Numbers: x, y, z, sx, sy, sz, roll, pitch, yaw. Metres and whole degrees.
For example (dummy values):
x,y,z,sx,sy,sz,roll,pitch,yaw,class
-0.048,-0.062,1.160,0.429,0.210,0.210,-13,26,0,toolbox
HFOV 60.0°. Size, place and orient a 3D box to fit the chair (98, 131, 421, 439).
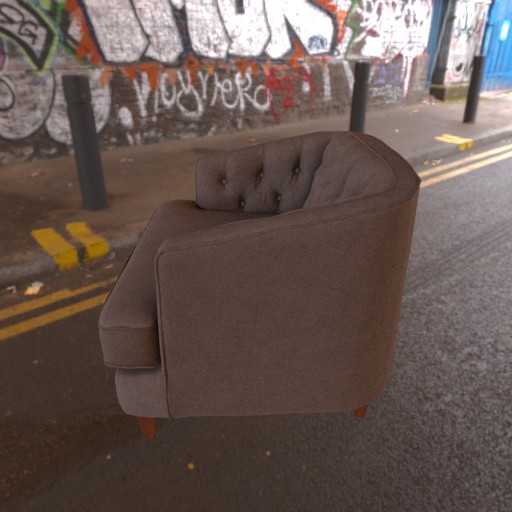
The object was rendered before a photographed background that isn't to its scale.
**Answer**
x,y,z,sx,sy,sz,roll,pitch,yaw,class
0.000,0.000,1.719,0.941,0.852,1.104,0,26,-1,chair
